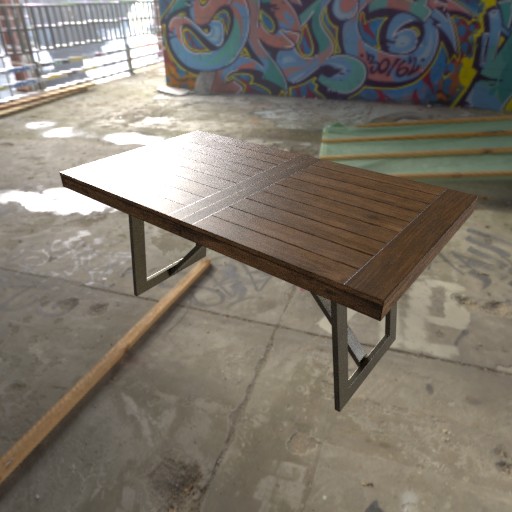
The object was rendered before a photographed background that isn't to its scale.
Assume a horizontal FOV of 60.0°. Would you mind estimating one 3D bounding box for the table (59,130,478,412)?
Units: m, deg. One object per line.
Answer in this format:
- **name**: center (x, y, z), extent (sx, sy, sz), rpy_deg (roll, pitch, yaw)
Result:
- **table**: center (0.000, 0.000, 2.176), extent (1.641, 0.757, 0.931), rpy_deg (22, 37, 32)
